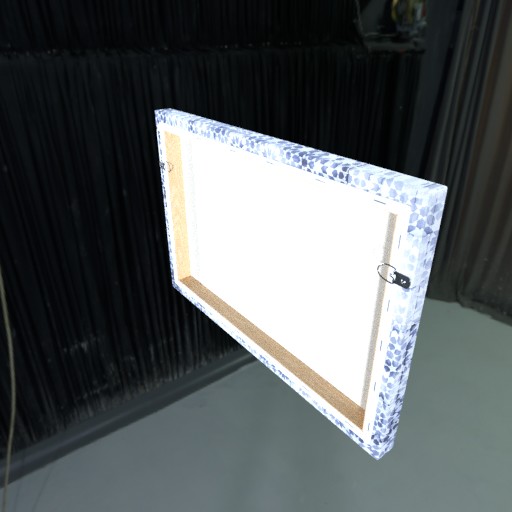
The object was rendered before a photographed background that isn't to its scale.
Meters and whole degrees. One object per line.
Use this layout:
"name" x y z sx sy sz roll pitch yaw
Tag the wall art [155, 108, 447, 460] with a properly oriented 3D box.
"wall art" 0.000 0.000 1.142 0.057 0.608 0.911 -20 34 -33
